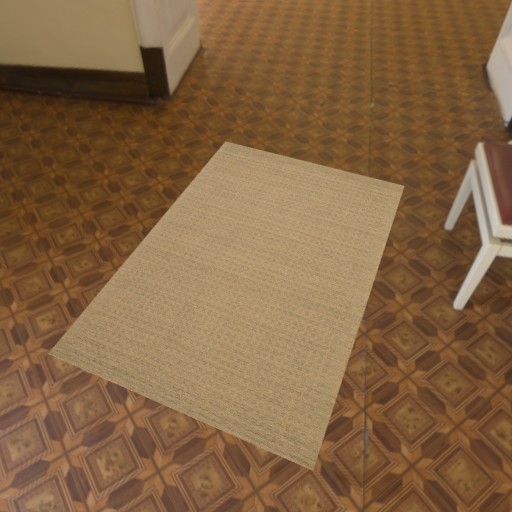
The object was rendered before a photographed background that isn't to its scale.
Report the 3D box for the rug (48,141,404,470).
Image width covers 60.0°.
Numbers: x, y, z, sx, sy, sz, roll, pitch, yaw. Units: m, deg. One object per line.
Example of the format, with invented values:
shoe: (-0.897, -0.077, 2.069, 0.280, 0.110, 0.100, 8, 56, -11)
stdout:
rug: (0.000, 0.000, 3.792, 1.981, 0.006, 2.895, 18, 50, 15)
